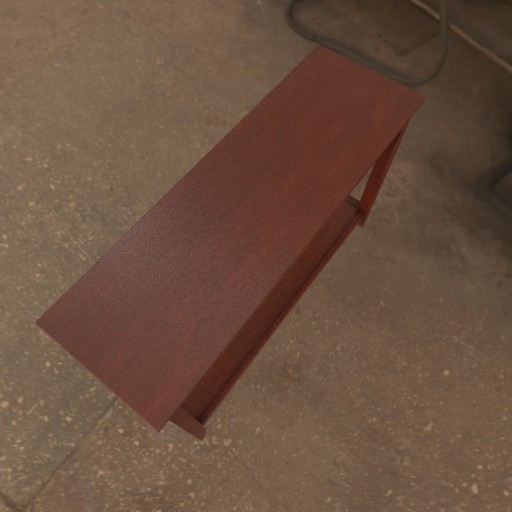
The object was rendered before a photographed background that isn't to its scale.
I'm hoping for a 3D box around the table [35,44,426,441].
[{"bbox_3d":[0.000,0.000,1.514,0.392,0.739,1.188,34,69,16],"label":"table"}]
